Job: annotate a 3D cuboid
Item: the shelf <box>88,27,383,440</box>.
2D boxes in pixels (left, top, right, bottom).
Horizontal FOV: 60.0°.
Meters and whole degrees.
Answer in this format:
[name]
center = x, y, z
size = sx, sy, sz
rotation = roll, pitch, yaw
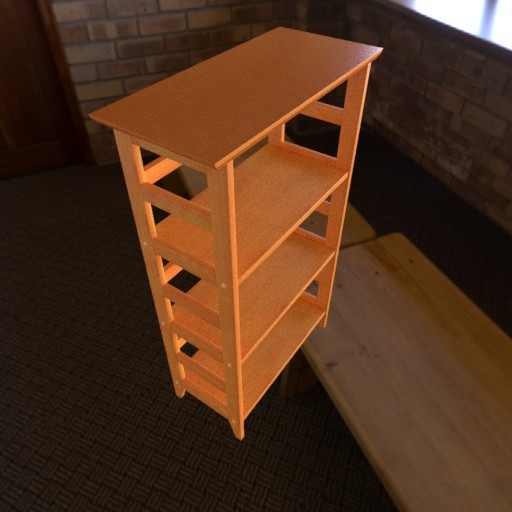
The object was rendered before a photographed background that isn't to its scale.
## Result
[shelf]
center = 0.000, 0.000, 1.328
size = 0.305, 1.067, 0.660
rotation = 26, 49, 25
